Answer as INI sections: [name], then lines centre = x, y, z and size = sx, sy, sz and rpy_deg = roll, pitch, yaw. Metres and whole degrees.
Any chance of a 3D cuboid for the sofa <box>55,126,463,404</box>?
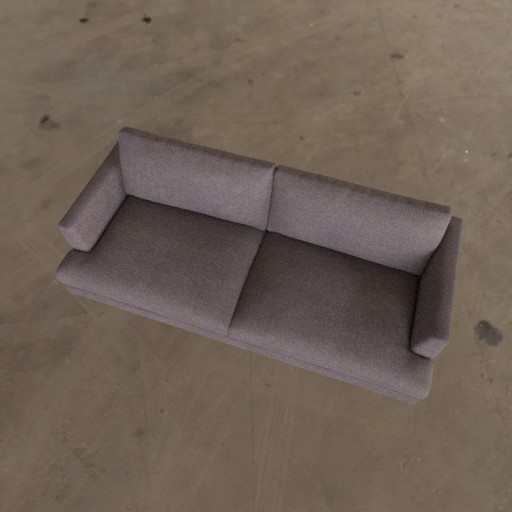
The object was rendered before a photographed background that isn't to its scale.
[sofa]
centre = 0.000, 0.000, 2.722
size = 2.250, 0.868, 1.020
rpy_deg = 16, 59, 10
